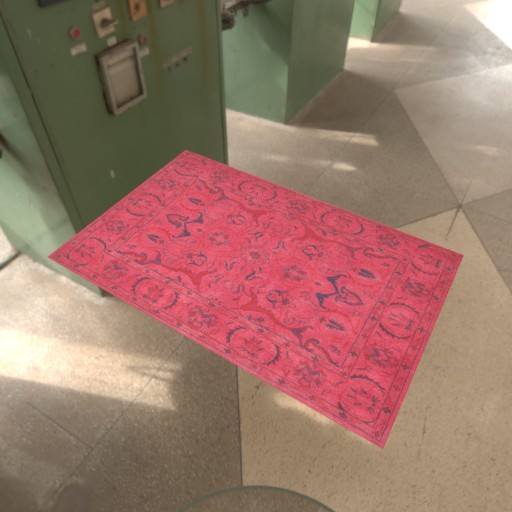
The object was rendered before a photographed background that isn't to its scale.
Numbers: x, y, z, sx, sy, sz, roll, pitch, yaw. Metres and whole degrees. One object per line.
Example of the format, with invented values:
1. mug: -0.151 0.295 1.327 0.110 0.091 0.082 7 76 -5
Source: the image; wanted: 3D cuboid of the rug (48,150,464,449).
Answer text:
1. rug: 0.000 0.000 3.050 2.423 0.010 1.534 24 51 21
